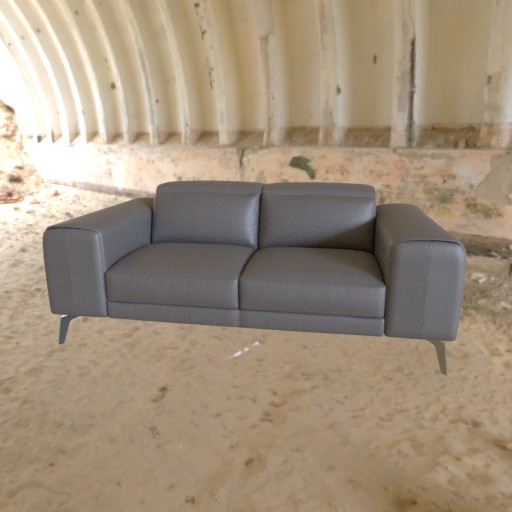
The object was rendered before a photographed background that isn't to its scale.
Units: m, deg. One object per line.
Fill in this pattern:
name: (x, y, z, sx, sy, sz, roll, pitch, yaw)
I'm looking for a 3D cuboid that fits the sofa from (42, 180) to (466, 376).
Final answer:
sofa: (0.000, 0.000, 2.474, 1.930, 0.753, 1.024, 2, 15, 9)
